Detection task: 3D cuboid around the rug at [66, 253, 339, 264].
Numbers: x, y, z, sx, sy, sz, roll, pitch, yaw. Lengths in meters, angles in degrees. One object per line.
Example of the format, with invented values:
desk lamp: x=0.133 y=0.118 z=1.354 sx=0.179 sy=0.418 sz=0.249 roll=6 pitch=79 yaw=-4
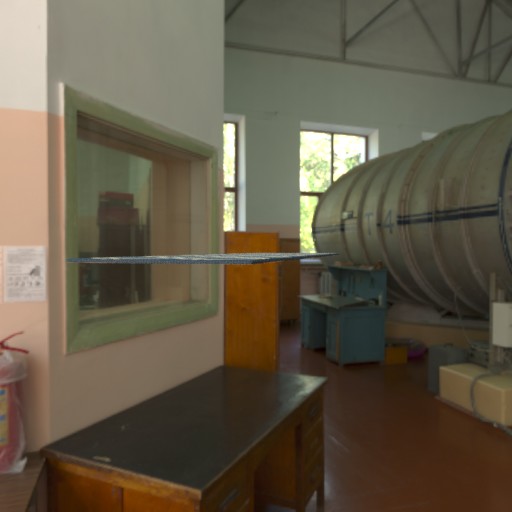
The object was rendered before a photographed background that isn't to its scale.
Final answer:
rug: x=0.000 y=0.000 z=2.519 sx=0.678 sy=0.014 sz=2.276 roll=0 pitch=1 yaw=17
